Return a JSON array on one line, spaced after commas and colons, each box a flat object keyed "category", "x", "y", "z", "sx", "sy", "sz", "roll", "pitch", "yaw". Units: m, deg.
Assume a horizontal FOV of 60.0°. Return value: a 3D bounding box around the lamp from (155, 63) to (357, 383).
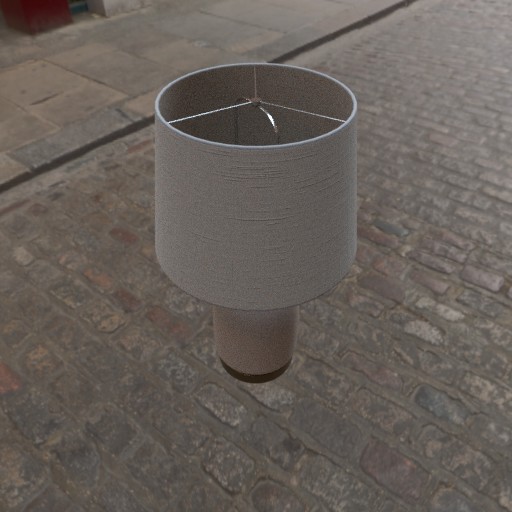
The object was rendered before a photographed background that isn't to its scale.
[{"category": "lamp", "x": 0.000, "y": 0.000, "z": 0.664, "sx": 0.285, "sy": 0.483, "sz": 0.285, "roll": 0, "pitch": 42, "yaw": 0}]
